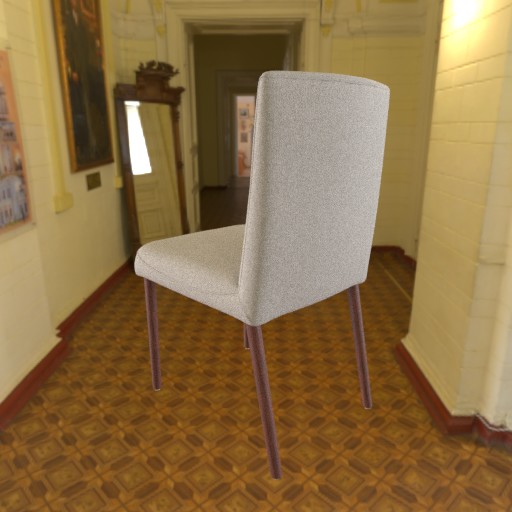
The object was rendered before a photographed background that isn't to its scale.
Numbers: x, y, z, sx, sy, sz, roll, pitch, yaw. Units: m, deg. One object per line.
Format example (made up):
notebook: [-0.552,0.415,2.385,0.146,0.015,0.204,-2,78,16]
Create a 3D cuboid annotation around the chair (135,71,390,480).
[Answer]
chair: [0.000,0.000,1.188,0.456,0.859,0.570,-15,22,-42]
